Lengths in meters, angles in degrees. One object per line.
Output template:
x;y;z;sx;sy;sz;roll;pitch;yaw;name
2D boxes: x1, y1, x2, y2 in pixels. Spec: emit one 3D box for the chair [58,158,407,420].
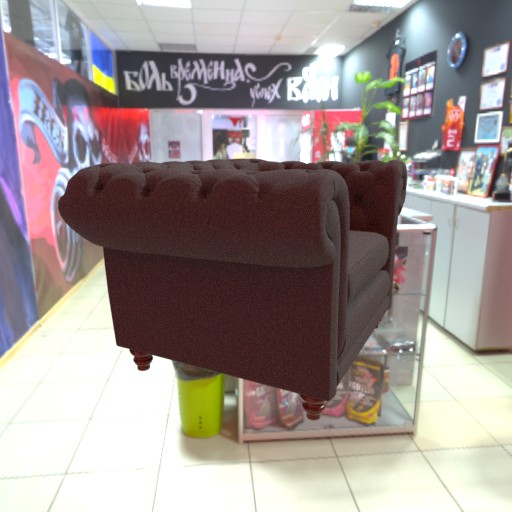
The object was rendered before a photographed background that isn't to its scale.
0.000;0.000;1.833;0.976;0.770;1.270;7;15;26;chair
